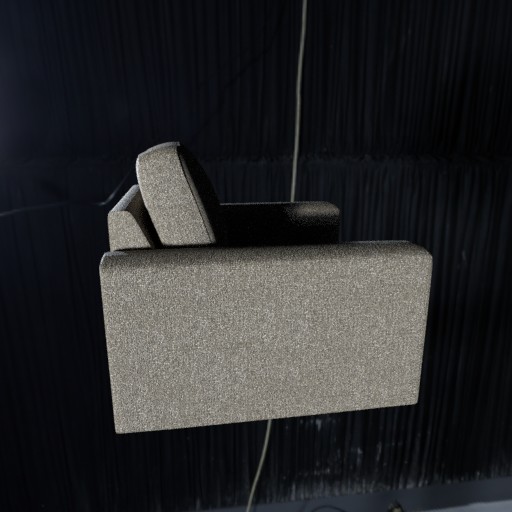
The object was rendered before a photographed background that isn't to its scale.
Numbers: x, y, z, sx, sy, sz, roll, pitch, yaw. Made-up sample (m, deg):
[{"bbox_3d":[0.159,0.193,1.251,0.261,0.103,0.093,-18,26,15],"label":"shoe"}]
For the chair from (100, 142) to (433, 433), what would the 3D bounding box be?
[{"bbox_3d":[0.000,0.000,1.769,1.016,0.873,1.005,-3,16,-9],"label":"chair"}]
